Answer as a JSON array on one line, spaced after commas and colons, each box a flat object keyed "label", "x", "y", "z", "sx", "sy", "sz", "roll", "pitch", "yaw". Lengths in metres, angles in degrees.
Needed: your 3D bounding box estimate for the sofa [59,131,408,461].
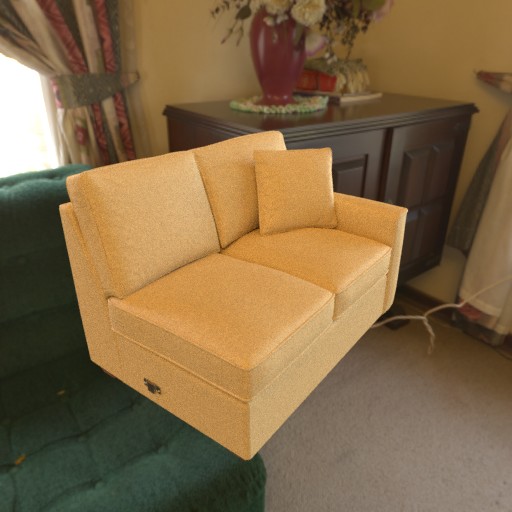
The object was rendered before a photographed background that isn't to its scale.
[{"label": "sofa", "x": 0.000, "y": 0.000, "z": 2.133, "sx": 0.991, "sy": 0.989, "sz": 1.388, "roll": 18, "pitch": 31, "yaw": 33}]
